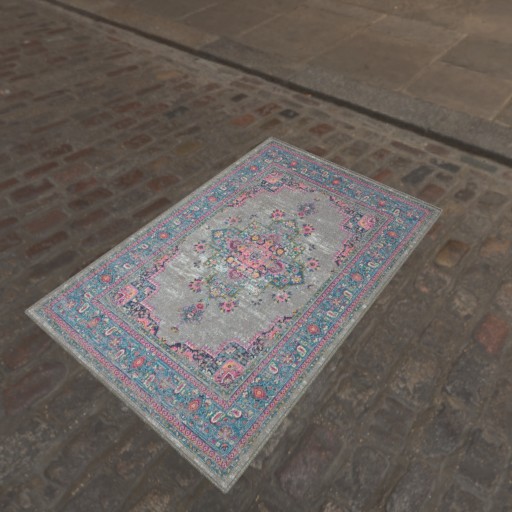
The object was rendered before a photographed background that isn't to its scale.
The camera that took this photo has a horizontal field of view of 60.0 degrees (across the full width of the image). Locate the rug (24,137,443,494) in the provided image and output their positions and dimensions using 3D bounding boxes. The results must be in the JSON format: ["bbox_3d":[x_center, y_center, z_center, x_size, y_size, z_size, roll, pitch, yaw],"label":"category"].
[{"bbox_3d":[0.000,0.000,2.111,1.144,0.014,1.748,30,54,25],"label":"rug"}]
